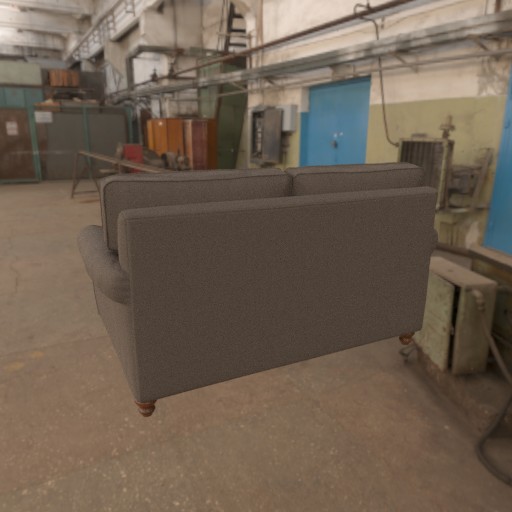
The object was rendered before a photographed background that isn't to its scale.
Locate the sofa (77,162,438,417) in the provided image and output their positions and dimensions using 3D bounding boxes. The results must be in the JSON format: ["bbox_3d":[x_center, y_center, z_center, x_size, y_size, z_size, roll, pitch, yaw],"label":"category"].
[{"bbox_3d":[0.000,0.000,2.274,1.665,0.937,0.964,-8,18,-25],"label":"sofa"}]
